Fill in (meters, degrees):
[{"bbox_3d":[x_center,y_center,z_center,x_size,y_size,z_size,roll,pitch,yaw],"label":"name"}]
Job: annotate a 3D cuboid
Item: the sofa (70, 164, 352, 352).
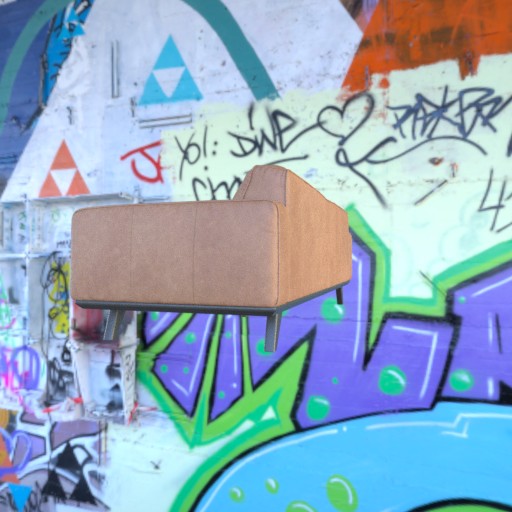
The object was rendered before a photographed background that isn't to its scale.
[{"bbox_3d":[0.000,0.000,2.825,0.953,0.780,2.270,0,0,19],"label":"sofa"}]
